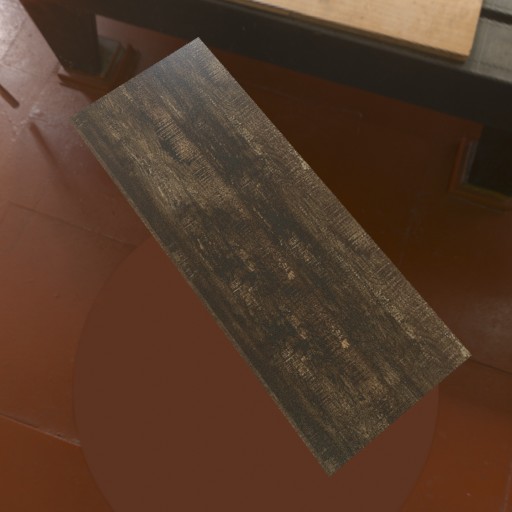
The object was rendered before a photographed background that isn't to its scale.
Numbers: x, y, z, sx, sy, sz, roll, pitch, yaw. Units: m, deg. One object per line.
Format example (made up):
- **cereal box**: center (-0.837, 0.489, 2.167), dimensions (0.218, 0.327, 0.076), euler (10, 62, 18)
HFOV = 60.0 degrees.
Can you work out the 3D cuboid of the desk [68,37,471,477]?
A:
- **desk**: center (0.000, 0.000, 1.904), dimensions (0.599, 0.762, 1.524), euler (-36, 78, -9)
